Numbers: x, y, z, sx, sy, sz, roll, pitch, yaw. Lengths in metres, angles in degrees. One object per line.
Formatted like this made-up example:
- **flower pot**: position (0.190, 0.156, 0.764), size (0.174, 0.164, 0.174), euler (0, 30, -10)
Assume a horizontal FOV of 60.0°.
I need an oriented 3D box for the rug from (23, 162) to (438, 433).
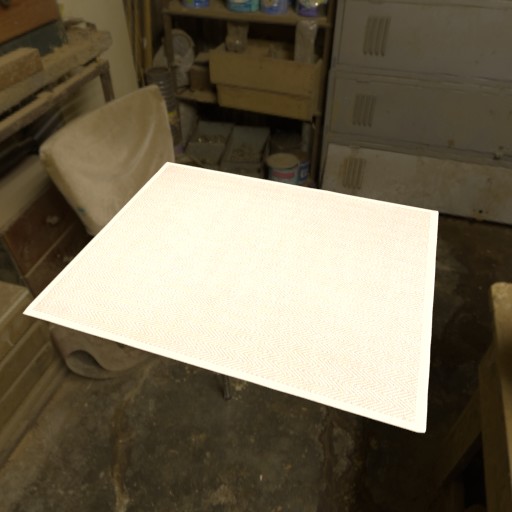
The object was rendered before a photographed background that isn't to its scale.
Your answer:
- **rug**: position (0.000, 0.000, 3.918), size (3.009, 0.019, 2.423), euler (13, 43, 14)
